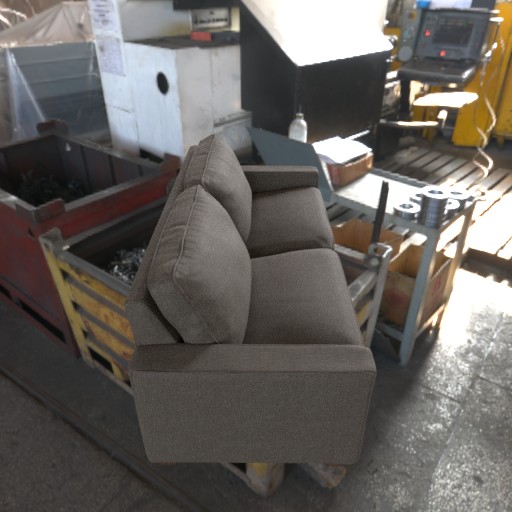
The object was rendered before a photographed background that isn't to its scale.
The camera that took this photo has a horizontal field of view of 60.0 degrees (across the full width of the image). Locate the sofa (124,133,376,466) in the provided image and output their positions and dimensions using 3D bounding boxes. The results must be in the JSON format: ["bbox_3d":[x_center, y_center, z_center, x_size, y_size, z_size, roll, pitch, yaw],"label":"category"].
[{"bbox_3d":[0.000,0.000,2.522,0.940,0.919,2.080,0,32,0],"label":"sofa"}]
